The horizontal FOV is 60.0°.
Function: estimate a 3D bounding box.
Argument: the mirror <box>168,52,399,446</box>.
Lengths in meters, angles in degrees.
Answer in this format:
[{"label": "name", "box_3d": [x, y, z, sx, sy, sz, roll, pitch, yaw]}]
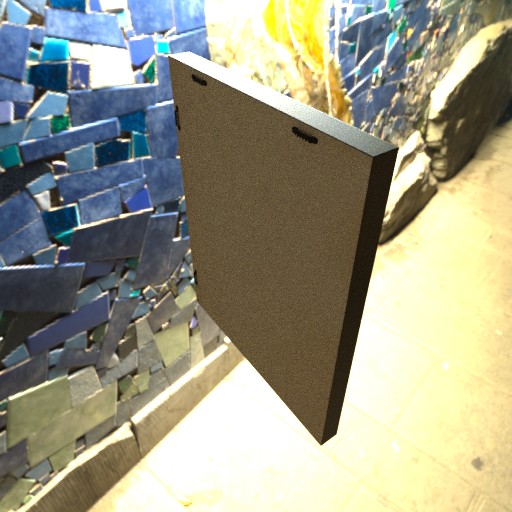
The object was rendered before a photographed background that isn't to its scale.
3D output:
[{"label": "mirror", "box_3d": [0.000, 0.000, 0.691, 0.041, 0.508, 0.405, -24, 45, -27]}]
